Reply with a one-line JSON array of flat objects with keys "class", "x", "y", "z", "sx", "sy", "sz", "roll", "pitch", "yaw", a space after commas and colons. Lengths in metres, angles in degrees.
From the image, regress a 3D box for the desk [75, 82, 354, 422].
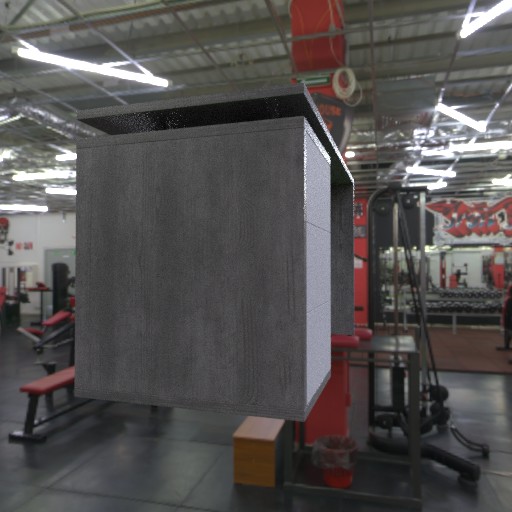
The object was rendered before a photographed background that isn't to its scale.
[{"class": "desk", "x": 0.000, "y": 0.000, "z": 1.627, "sx": 0.600, "sy": 0.740, "sz": 1.200, "roll": 0, "pitch": -1, "yaw": 18}]
